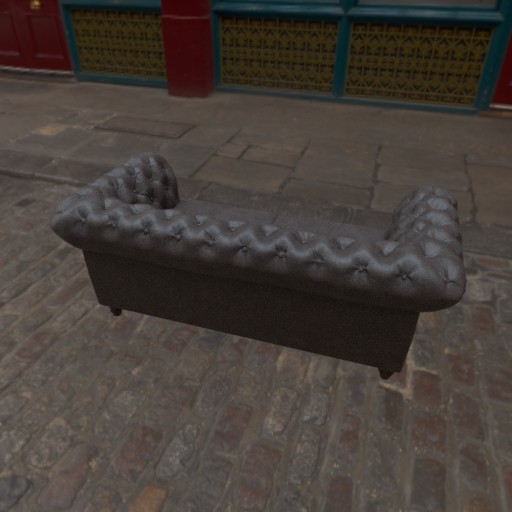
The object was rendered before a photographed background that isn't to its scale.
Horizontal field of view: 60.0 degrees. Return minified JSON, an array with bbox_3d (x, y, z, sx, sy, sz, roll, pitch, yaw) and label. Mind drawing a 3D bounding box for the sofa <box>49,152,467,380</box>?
[{"bbox_3d":[0.000,0.000,2.497,2.048,0.779,0.944,10,34,15],"label":"sofa"}]
